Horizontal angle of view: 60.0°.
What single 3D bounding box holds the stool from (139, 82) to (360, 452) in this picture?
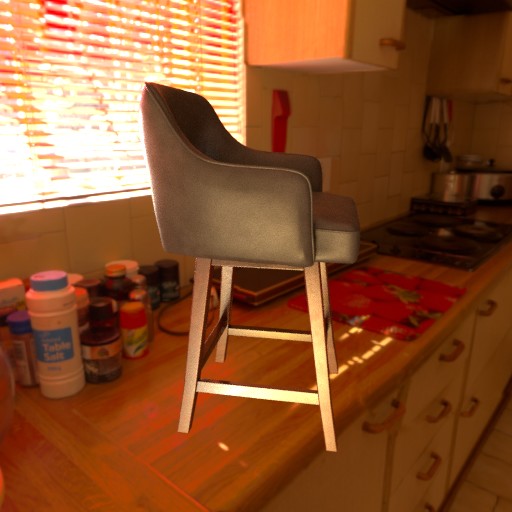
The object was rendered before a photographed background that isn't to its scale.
[{"bbox_3d":[0.000,0.000,1.281,0.560,0.936,0.550,3,16,10],"label":"stool"}]
